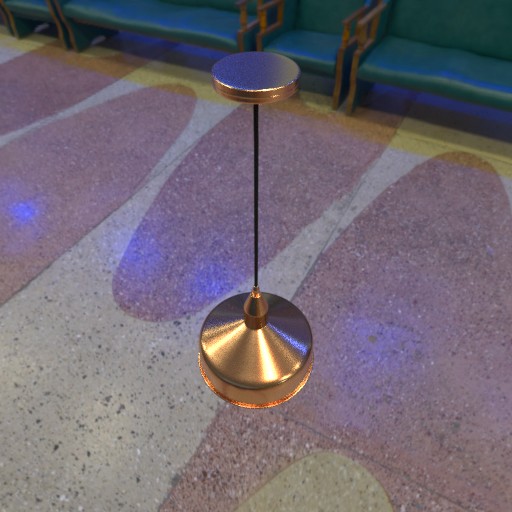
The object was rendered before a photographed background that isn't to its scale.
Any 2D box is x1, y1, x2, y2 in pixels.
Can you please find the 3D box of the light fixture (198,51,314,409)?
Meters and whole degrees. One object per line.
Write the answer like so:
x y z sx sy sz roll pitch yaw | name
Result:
0.000 0.000 0.888 0.301 0.754 0.301 23 51 20 | light fixture
